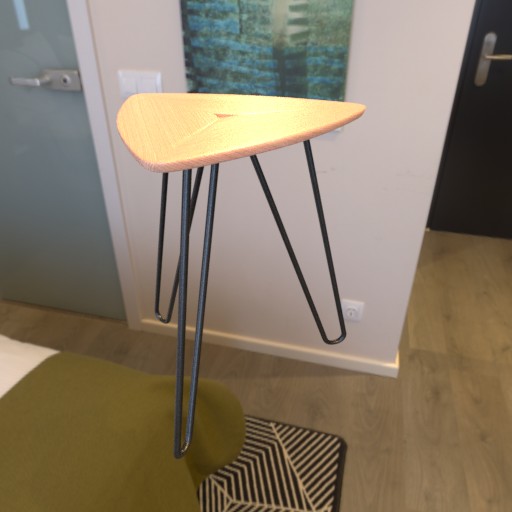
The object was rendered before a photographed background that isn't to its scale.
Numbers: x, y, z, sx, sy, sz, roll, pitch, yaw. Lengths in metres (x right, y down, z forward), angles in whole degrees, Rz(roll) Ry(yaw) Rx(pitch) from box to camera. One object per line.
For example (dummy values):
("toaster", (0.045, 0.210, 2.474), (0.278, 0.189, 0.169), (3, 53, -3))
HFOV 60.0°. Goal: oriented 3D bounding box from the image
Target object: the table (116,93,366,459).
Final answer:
("table", (0.000, 0.000, 0.891), (0.455, 0.564, 0.442), (-8, 32, -13))
